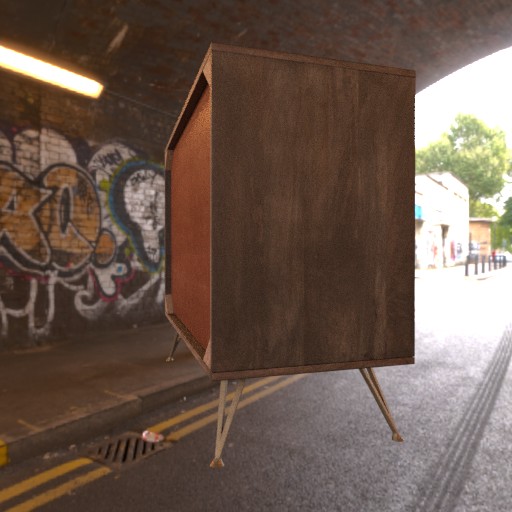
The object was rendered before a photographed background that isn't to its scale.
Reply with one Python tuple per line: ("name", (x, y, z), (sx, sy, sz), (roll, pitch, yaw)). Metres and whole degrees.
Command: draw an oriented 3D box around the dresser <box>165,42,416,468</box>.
("dresser", (0.000, 0.000, 1.331), (0.453, 0.801, 0.923), (0, 1, -17))
